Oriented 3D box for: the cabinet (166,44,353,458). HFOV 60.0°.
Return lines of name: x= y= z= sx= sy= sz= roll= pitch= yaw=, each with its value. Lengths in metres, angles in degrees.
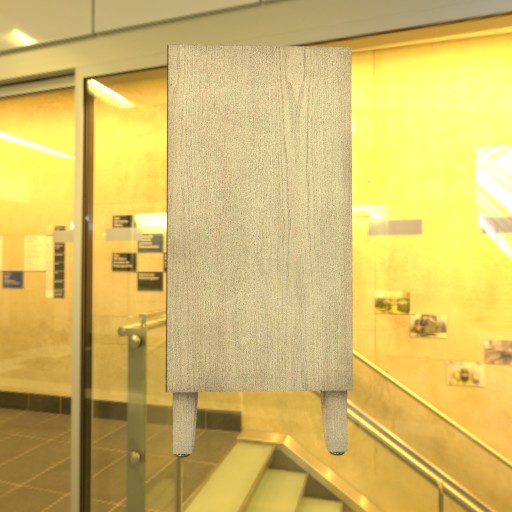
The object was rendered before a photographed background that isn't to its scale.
cabinet: x=0.000 y=0.000 z=1.229 sx=0.370 sy=0.787 sz=0.781 roll=0 pitch=-1 yaw=-2
